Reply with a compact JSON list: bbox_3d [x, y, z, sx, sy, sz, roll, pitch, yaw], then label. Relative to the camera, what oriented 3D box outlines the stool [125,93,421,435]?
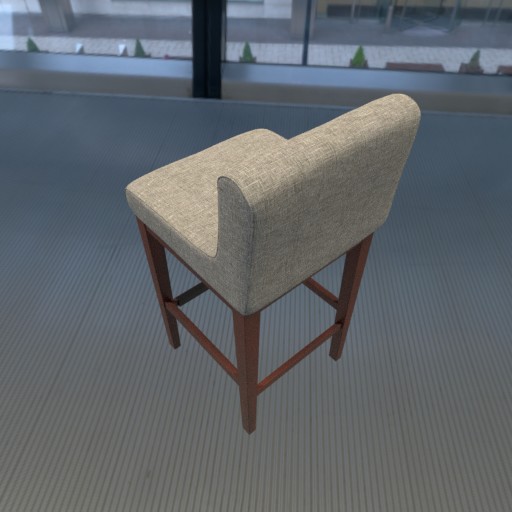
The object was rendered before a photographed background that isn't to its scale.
[{"bbox_3d":[0.000,0.000,1.094,0.417,0.835,0.459,-31,52,-28],"label":"stool"}]
